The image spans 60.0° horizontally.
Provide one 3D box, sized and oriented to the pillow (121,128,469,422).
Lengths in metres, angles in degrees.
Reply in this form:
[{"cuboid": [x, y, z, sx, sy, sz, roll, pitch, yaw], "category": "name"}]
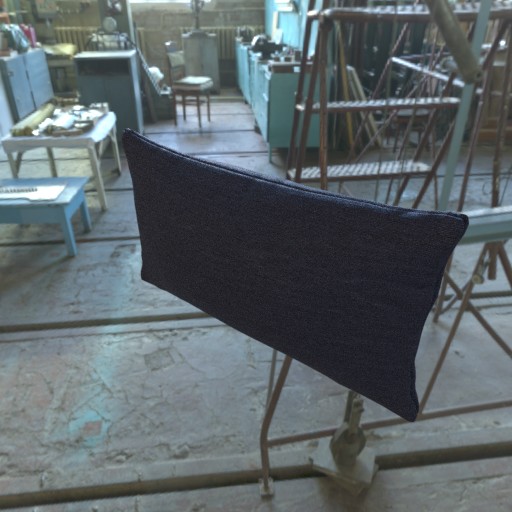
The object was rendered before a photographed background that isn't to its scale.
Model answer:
[{"cuboid": [0.000, 0.000, 0.759, 0.633, 0.338, 0.210, 22, 37, 32], "category": "pillow"}]
